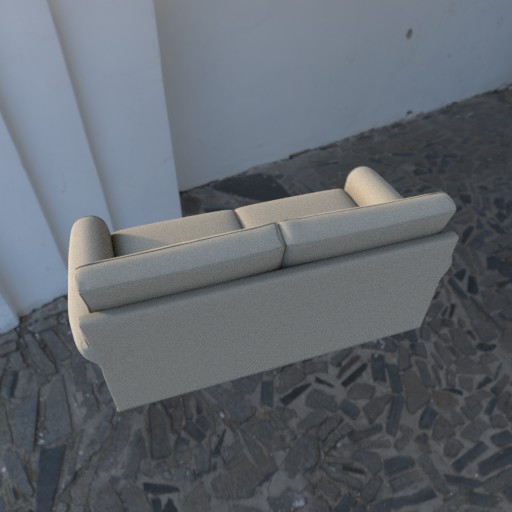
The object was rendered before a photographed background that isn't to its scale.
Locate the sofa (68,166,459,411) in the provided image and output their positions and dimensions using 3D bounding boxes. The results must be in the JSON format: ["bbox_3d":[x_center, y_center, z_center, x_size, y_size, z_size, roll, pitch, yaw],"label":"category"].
[{"bbox_3d":[0.000,0.000,2.433,1.930,0.952,0.940,-12,44,-13],"label":"sofa"}]
